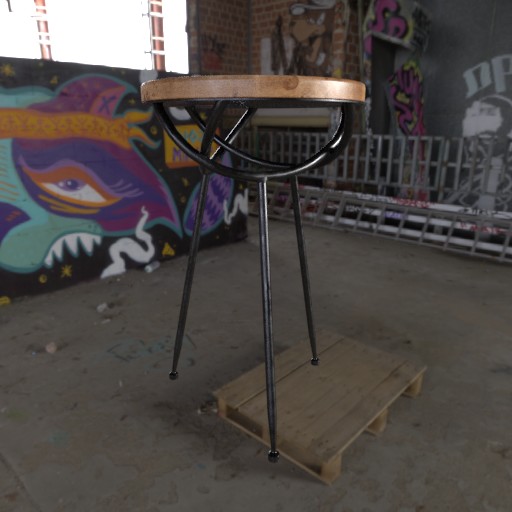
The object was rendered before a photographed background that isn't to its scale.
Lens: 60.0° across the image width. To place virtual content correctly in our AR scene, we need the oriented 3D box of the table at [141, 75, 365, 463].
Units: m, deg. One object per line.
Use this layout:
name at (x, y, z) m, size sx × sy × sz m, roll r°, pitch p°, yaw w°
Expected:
table at (0.000, 0.000, 0.924) m, size 0.418 × 0.664 × 0.414 m, roll -9°, pitch 19°, yaw -26°
